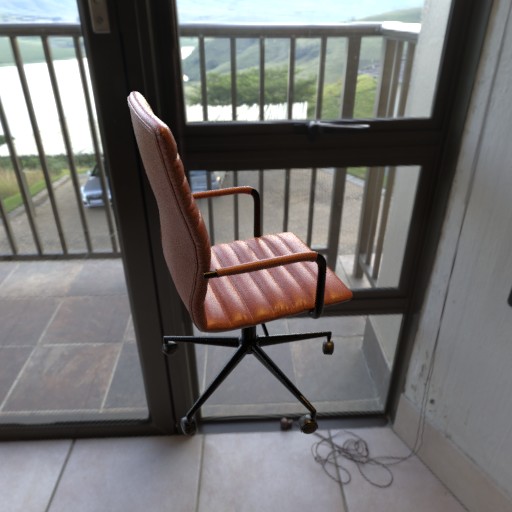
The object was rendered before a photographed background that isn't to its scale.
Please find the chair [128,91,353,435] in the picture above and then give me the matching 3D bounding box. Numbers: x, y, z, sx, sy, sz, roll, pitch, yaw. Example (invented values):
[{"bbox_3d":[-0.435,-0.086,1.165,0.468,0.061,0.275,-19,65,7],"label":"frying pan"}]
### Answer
[{"bbox_3d":[0.000,0.000,1.267,0.578,0.878,0.600,-11,32,-18],"label":"chair"}]
